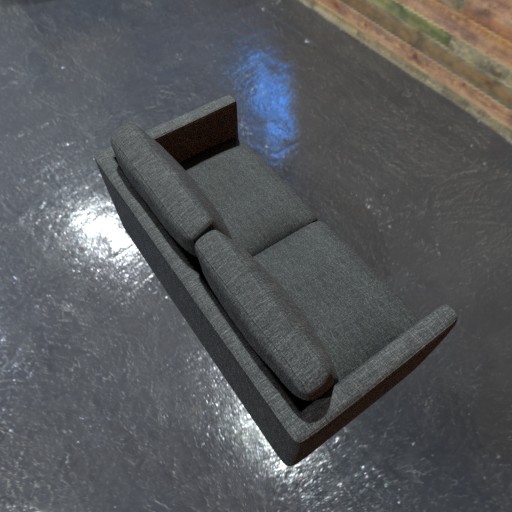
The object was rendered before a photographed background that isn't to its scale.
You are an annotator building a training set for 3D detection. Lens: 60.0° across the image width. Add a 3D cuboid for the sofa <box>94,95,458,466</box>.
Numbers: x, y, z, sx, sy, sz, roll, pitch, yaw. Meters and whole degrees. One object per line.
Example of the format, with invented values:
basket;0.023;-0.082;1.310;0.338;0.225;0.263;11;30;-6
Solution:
sofa;0.000;0.000;2.440;0.950;0.963;1.884;-31;63;-18
